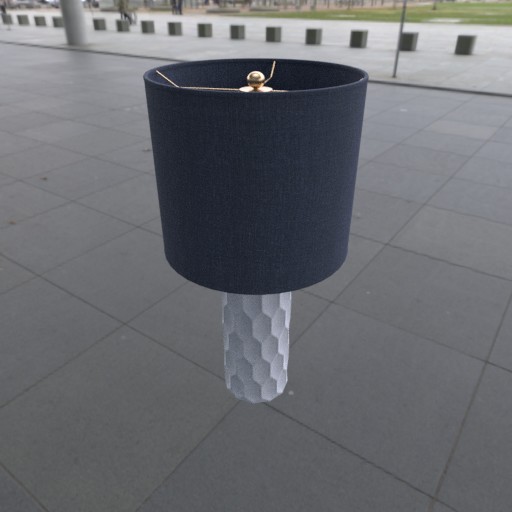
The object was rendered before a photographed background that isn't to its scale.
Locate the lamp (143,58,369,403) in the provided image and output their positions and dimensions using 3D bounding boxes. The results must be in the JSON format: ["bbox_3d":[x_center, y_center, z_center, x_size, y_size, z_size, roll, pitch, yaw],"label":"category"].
[{"bbox_3d":[0.000,0.000,0.692,0.277,0.537,0.277,-23,37,-33],"label":"lamp"}]
